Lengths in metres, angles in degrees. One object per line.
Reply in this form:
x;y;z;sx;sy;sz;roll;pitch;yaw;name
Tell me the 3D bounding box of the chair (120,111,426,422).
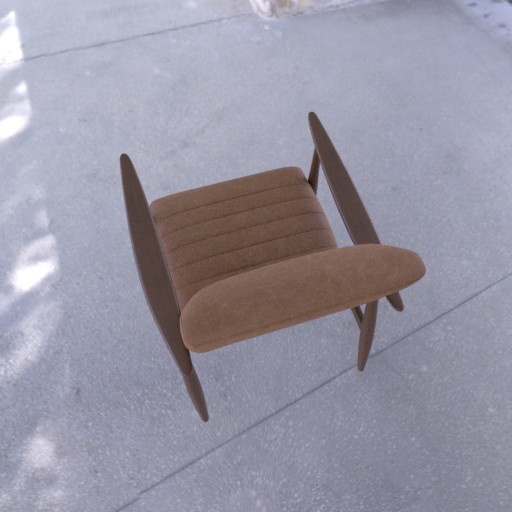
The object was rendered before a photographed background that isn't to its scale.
0.000;0.000;1.468;0.741;0.832;0.798;-15;59;-9;chair
